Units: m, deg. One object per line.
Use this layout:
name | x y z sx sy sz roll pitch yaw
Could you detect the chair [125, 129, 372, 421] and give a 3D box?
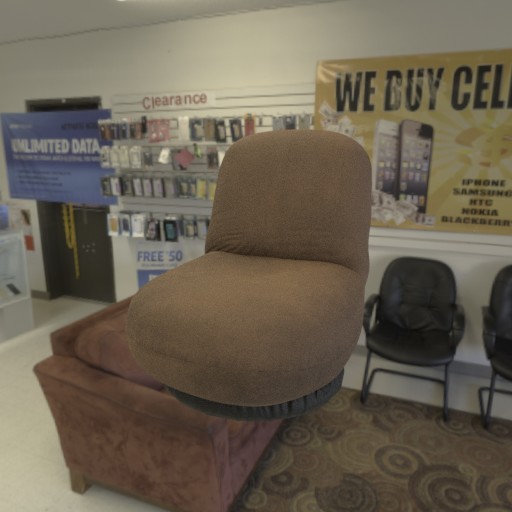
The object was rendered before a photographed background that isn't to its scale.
chair | 0.000 0.000 1.054 0.521 0.594 0.597 7 15 25
